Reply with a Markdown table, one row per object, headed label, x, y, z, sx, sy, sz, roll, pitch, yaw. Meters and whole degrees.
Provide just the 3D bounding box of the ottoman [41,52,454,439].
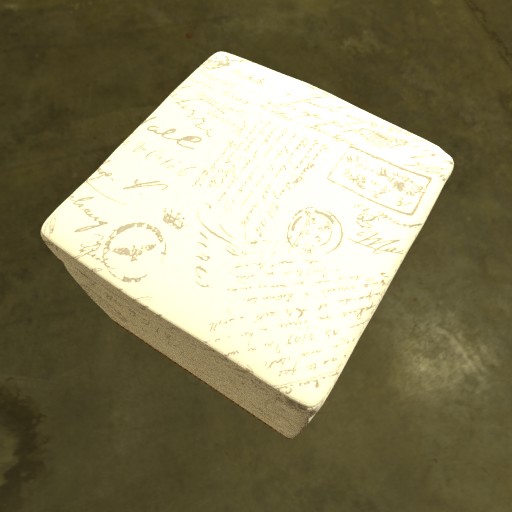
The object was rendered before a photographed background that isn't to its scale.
| label | x | y | z | sx | sy | sz | roll | pitch | yaw |
| --- | --- | --- | --- | --- | --- | --- | --- | --- | --- |
| ottoman | 0.000 | 0.000 | 0.813 | 0.449 | 0.457 | 0.450 | 30 | 67 | 14 |
